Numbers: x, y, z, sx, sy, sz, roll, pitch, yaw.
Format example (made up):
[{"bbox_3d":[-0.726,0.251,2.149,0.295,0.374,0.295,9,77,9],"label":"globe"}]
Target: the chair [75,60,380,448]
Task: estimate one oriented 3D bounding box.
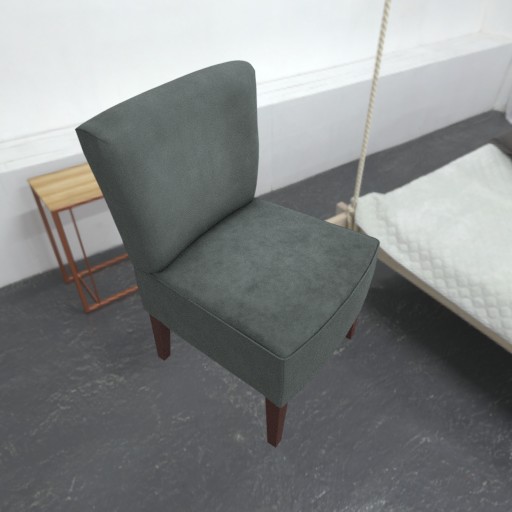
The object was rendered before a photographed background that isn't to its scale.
[{"bbox_3d":[0.000,0.000,1.176,0.554,0.806,0.521,25,46,26],"label":"chair"}]
